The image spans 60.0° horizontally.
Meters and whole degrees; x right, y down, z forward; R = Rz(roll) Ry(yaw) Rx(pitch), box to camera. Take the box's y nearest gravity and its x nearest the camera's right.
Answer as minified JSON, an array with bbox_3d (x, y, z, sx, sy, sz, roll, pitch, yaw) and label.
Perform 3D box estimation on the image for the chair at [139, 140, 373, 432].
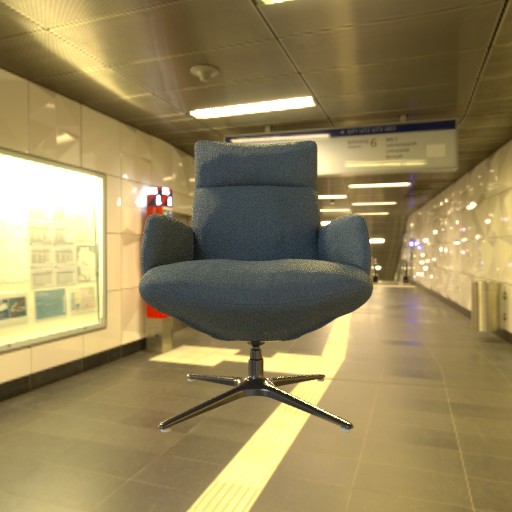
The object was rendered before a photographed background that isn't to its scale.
[{"bbox_3d":[0.000,0.000,1.589,0.711,1.016,0.889,0,0,0],"label":"chair"}]
